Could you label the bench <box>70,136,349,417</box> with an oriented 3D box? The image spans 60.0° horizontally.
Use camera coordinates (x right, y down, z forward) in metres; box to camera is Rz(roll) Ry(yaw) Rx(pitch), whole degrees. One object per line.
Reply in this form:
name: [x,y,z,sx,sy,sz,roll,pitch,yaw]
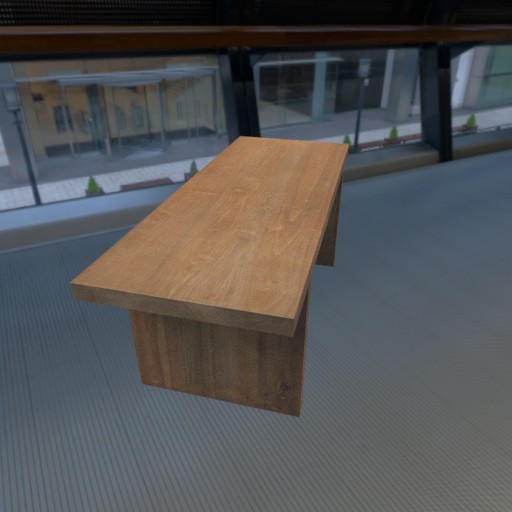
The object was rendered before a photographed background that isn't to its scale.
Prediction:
bench: [0.000,0.000,1.451,0.458,0.458,1.183,8,30,13]
